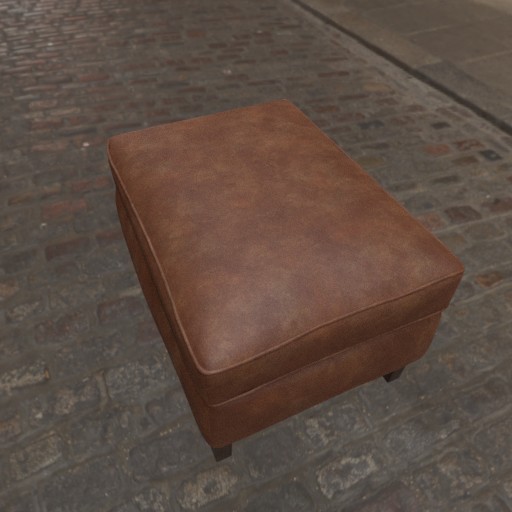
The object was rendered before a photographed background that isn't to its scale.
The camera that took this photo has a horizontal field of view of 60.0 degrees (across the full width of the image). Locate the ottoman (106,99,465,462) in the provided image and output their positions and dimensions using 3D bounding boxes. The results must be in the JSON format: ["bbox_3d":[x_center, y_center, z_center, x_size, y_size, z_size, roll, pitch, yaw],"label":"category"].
[{"bbox_3d":[0.000,0.000,0.972,0.501,0.418,0.665,-18,49,-17],"label":"ottoman"}]
